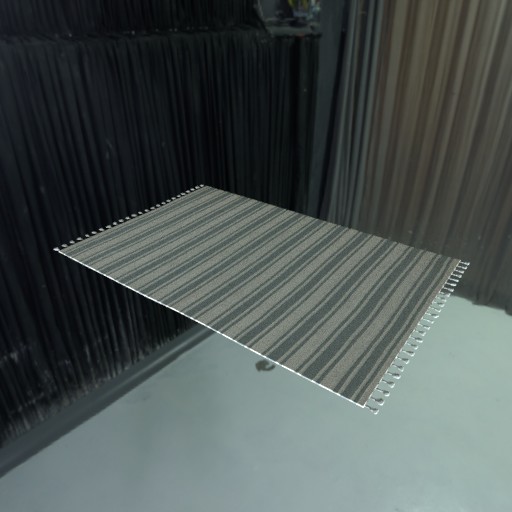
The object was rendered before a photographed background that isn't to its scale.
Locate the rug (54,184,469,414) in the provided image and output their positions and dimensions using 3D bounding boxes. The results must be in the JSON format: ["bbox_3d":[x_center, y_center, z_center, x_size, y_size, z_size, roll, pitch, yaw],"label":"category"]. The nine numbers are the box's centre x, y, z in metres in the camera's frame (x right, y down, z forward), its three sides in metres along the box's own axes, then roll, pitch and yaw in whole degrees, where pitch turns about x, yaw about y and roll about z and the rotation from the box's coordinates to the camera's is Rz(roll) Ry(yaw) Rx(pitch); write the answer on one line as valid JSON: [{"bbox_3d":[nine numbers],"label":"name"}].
[{"bbox_3d":[0.000,0.000,3.025,2.410,0.011,1.539,20,36,31],"label":"rug"}]
